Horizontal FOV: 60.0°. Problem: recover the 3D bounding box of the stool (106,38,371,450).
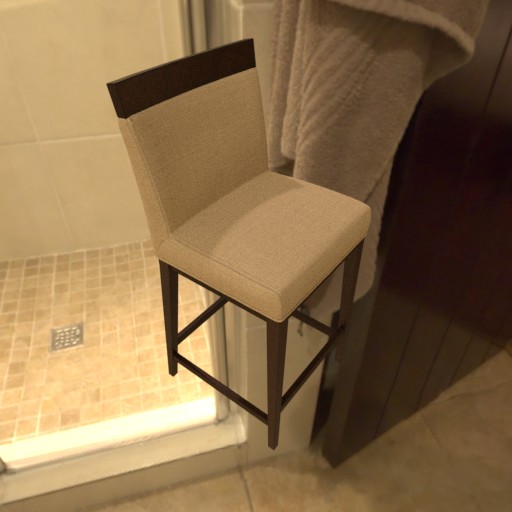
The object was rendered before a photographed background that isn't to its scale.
[{"bbox_3d":[0.000,0.000,1.401,0.531,1.117,0.511,26,46,28],"label":"stool"}]
